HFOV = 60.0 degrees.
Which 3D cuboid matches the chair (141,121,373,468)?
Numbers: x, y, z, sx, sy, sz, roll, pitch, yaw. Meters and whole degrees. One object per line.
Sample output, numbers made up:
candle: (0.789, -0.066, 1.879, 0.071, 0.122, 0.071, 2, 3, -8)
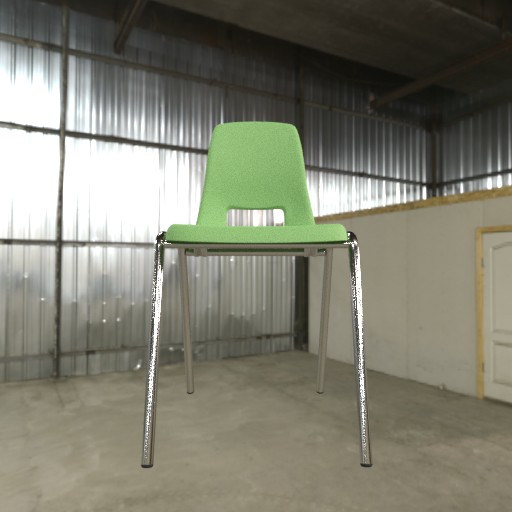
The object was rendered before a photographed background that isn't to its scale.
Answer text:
chair: (0.000, 0.000, 0.942, 0.381, 0.704, 0.436, 0, -1, 0)
